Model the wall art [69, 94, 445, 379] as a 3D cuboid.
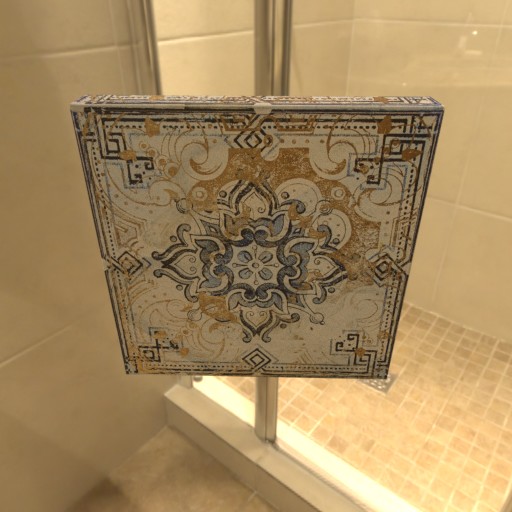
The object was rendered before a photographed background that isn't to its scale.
[{"bbox_3d":[0.000,0.000,0.450,0.302,0.306,0.038,1,31,1],"label":"wall art"}]
